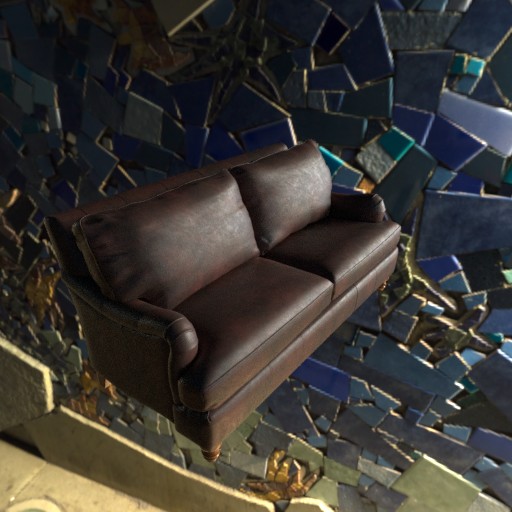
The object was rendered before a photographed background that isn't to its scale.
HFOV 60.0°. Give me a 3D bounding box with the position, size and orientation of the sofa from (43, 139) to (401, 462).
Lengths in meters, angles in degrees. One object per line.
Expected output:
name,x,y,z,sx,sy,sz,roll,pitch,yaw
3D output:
sofa,0.000,0.000,2.811,1.147,1.071,2.144,19,33,33
